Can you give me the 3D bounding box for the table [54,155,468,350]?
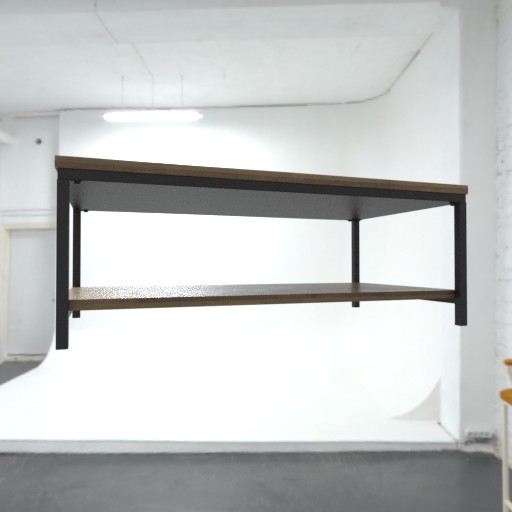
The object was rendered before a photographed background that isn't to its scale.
[{"bbox_3d":[0.000,0.000,1.337,1.062,0.393,0.574,0,-1,-19],"label":"table"}]
